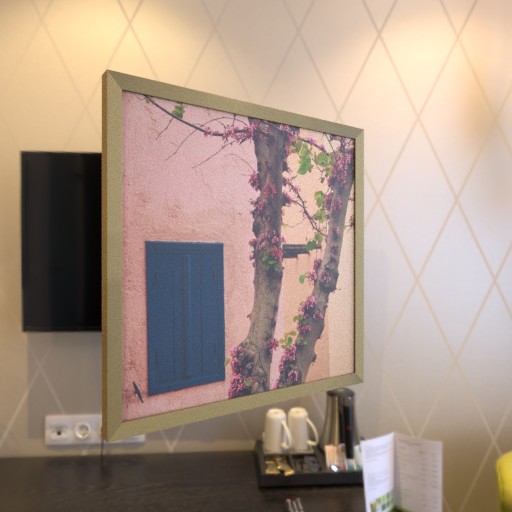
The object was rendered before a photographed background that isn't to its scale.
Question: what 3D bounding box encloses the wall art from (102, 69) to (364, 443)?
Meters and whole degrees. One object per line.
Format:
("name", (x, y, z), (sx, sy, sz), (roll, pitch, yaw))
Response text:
("wall art", (0.000, 0.000, 1.135), (0.762, 0.762, 0.038), (0, 0, -34))
